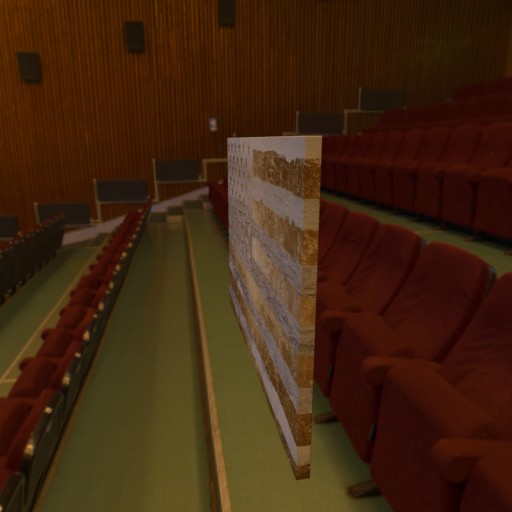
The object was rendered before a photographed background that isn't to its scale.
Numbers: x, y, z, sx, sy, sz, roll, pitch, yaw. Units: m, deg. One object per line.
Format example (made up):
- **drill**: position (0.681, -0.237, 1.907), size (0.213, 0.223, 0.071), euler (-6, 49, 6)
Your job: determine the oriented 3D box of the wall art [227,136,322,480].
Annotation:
- **wall art**: position (0.000, 0.000, 1.181), size (0.027, 0.610, 0.932), euler (-3, 15, -10)
